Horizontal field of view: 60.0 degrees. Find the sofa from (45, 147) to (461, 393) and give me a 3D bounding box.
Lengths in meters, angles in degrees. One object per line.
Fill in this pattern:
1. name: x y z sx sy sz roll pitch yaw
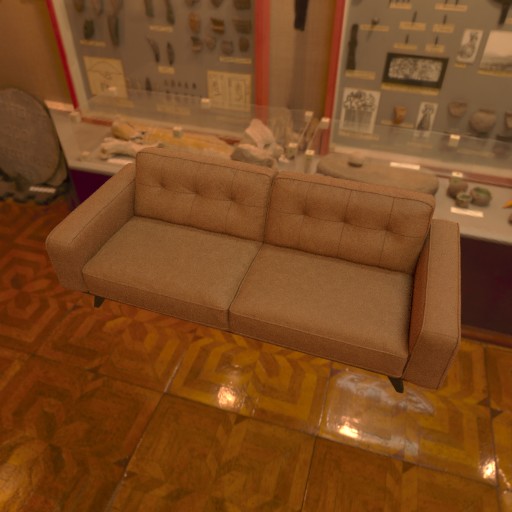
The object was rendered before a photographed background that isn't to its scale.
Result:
1. sofa: 0.000 0.000 2.684 2.270 0.780 0.953 13 43 14
